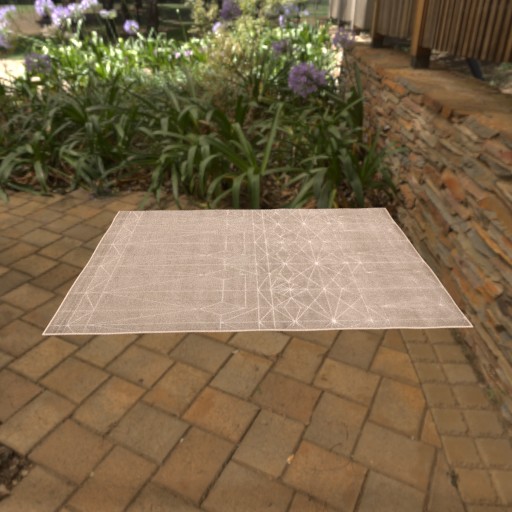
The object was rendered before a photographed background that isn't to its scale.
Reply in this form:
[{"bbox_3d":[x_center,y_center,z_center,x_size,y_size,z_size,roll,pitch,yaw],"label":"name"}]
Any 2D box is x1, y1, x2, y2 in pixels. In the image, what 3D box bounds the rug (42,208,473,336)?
[{"bbox_3d":[0.000,0.000,4.506,3.357,0.019,2.449,-1,29,-1],"label":"rug"}]
